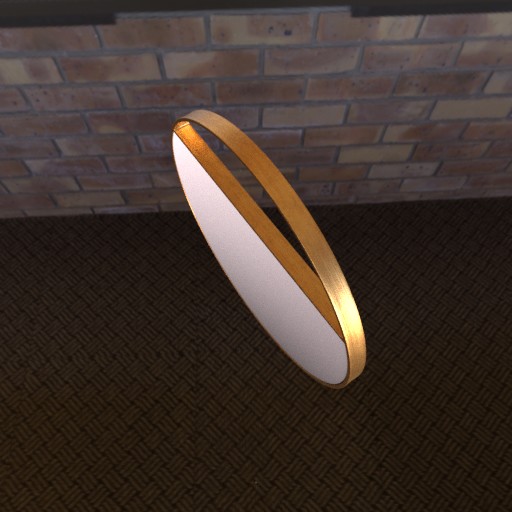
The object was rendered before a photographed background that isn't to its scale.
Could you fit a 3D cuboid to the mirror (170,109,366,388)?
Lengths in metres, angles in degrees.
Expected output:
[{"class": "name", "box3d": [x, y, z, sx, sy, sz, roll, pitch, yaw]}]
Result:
[{"class": "mirror", "box3d": [0.000, 0.000, 0.844, 0.032, 0.565, 0.565, -32, 67, -15]}]
